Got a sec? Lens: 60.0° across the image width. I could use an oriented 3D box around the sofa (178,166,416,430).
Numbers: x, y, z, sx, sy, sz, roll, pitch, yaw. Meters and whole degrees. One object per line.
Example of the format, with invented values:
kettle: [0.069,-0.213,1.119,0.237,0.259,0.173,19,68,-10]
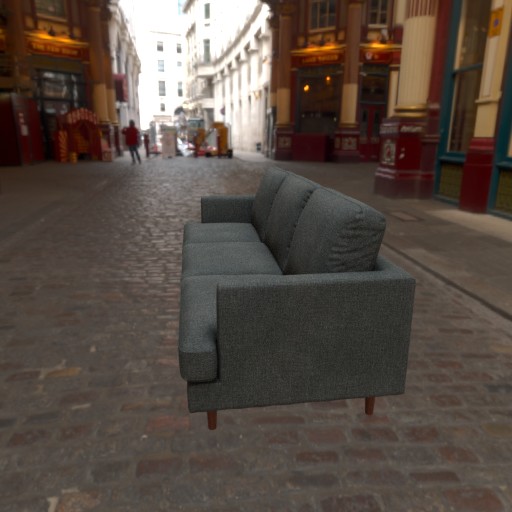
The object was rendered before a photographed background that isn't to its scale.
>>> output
sofa: [0.000,0.000,2.703,0.903,0.930,2.246,-2,16,-8]
